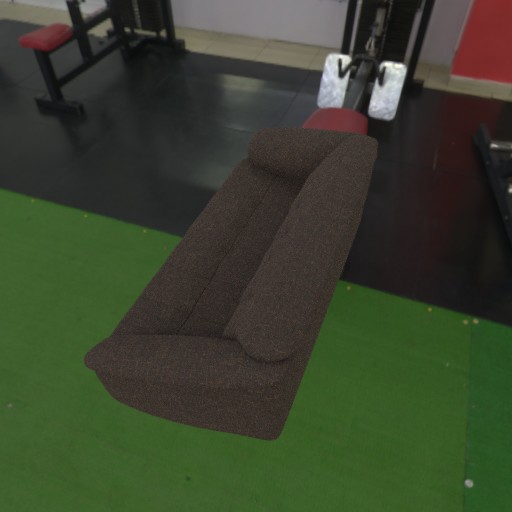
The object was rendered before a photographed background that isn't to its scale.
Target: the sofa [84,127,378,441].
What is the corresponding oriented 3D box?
[{"bbox_3d":[0.000,0.000,2.328,0.887,0.790,1.849,17,49,15],"label":"sofa"}]
